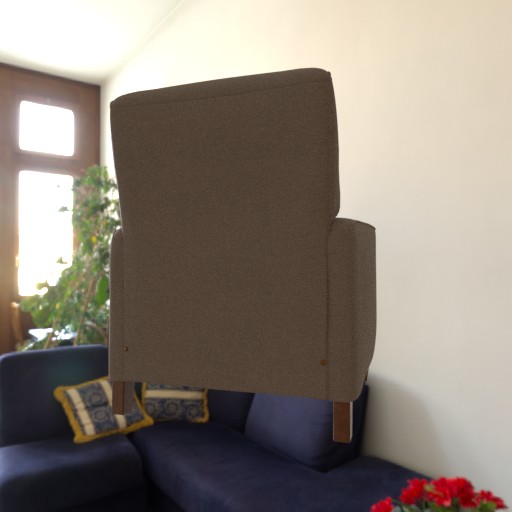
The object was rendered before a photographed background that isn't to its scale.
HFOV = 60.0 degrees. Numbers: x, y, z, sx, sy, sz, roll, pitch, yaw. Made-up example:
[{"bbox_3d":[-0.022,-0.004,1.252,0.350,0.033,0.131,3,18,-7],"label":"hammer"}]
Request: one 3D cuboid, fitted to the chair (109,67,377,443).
[{"bbox_3d":[0.000,0.000,1.637,0.845,1.023,0.859,0,-1,18],"label":"chair"}]
